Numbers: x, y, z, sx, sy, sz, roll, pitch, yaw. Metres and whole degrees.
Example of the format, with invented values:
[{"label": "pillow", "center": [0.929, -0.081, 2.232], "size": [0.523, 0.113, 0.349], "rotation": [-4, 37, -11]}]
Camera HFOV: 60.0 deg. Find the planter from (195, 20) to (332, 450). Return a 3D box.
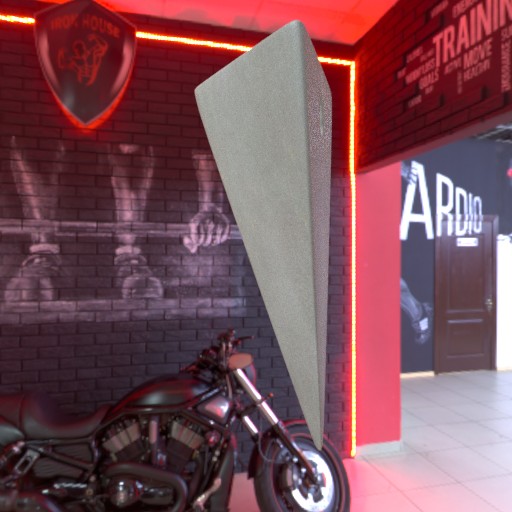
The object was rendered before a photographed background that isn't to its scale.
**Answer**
[{"label": "planter", "center": [0.000, 0.000, 0.155], "size": [0.047, 0.130, 0.058], "rotation": [0, 0, 18]}]
